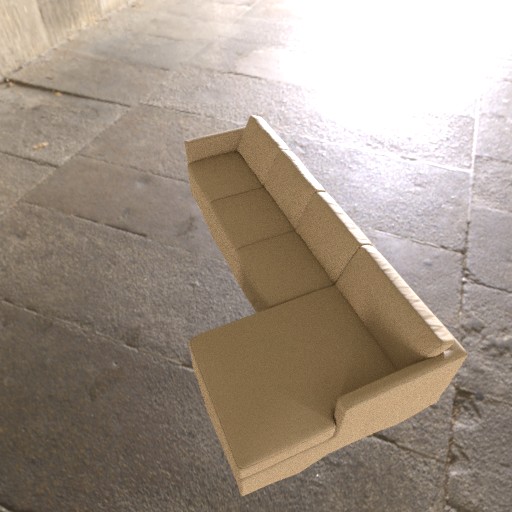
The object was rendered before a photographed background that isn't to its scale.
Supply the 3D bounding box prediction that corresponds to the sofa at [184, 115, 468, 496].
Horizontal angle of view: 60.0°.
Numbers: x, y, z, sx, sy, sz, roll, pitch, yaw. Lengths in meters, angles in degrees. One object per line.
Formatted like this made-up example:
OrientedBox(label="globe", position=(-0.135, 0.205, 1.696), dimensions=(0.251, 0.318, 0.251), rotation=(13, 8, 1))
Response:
OrientedBox(label="sofa", position=(0.000, 0.000, 3.790), dimensions=(1.622, 0.871, 3.206), rotation=(-18, 49, -16))
